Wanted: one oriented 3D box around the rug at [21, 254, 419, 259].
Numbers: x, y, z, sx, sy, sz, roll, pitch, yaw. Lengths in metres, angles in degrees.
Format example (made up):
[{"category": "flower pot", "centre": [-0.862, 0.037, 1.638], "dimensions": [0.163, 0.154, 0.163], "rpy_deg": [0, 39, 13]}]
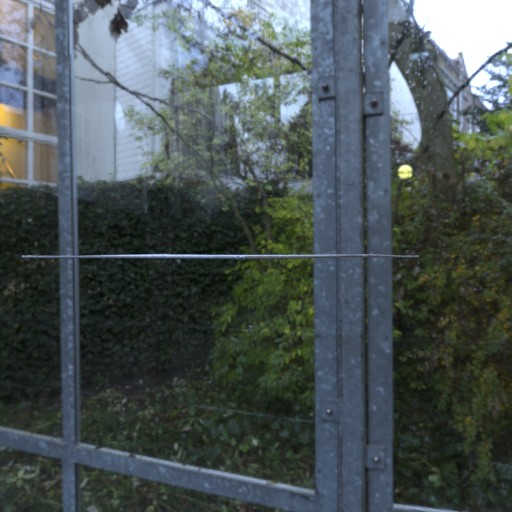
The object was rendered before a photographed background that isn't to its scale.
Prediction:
[{"category": "rug", "centre": [0.000, 0.000, 2.257], "dimensions": [1.159, 0.021, 1.789], "rpy_deg": [0, 0, 35]}]
